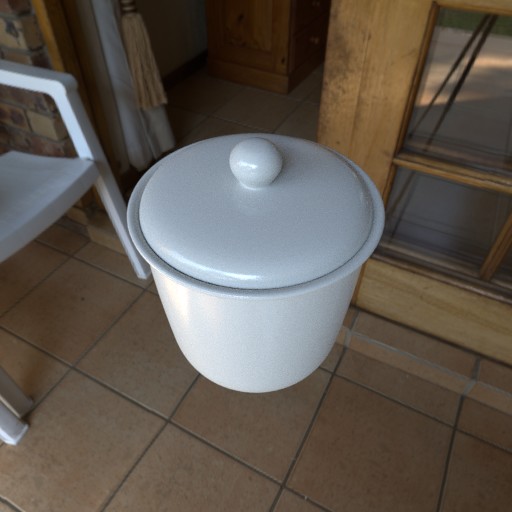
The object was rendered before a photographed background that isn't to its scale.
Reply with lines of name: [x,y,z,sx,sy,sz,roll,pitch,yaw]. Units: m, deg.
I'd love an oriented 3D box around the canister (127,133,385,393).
canister: [0.000,0.000,0.360,0.182,0.208,0.182,0,46,0]
